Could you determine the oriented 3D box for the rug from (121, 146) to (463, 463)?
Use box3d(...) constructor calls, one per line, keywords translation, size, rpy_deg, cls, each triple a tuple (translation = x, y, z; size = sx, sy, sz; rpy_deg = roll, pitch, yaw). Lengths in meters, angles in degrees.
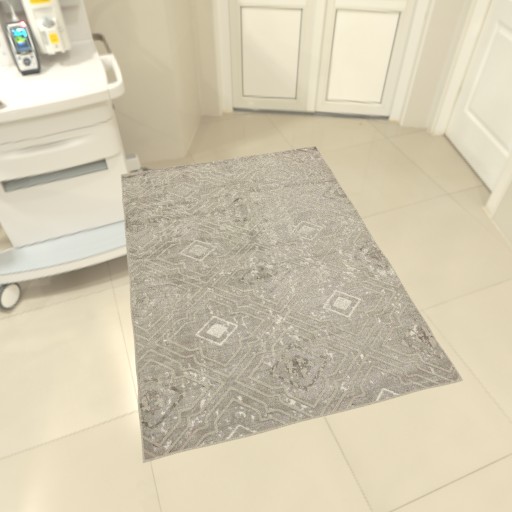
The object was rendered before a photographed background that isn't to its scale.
box3d(translation=(0.000, 0.000, 4.320), size=(2.448, 0.020, 3.359), rpy_deg=(-11, 48, -10), cls="rug")
